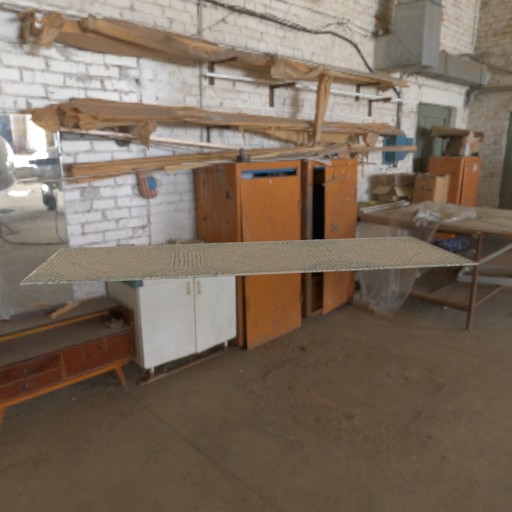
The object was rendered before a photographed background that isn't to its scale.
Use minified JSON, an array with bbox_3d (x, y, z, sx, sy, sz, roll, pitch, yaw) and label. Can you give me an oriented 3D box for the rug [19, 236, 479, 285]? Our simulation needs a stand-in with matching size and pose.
[{"bbox_3d":[0.000,0.000,2.702,2.452,0.012,0.775,-2,14,-9],"label":"rug"}]
